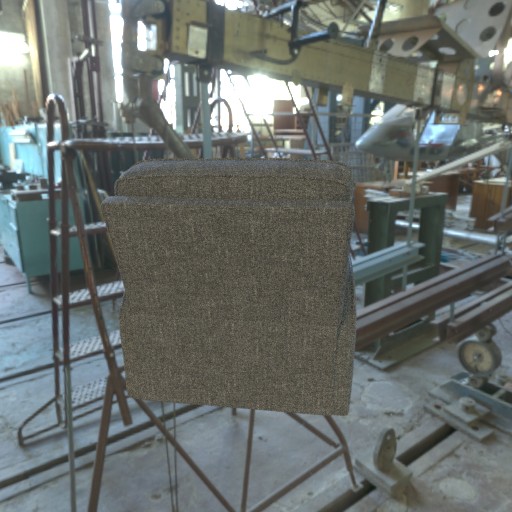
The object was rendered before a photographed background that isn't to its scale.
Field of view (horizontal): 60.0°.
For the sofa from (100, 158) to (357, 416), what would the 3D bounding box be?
[{"bbox_3d":[0.000,0.000,2.066,0.861,0.959,1.472,2,16,8],"label":"sofa"}]
